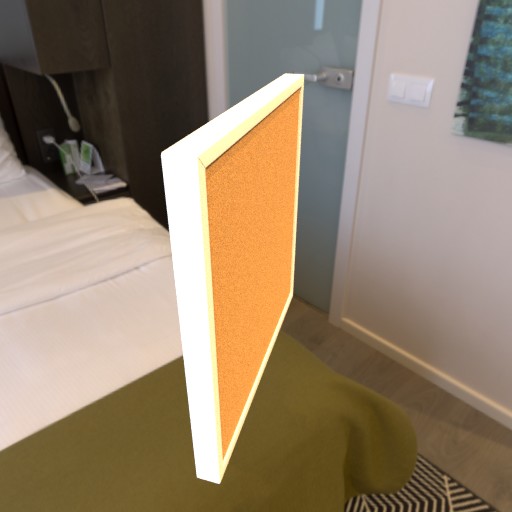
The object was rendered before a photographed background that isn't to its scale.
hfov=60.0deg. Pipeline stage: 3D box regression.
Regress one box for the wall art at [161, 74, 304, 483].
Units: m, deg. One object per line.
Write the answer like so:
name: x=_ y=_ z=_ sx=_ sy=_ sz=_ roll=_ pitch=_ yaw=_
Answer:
wall art: x=0.000 y=0.000 z=0.753 sx=0.038 sy=0.508 sz=0.508 roll=9 pitch=32 yaw=14
